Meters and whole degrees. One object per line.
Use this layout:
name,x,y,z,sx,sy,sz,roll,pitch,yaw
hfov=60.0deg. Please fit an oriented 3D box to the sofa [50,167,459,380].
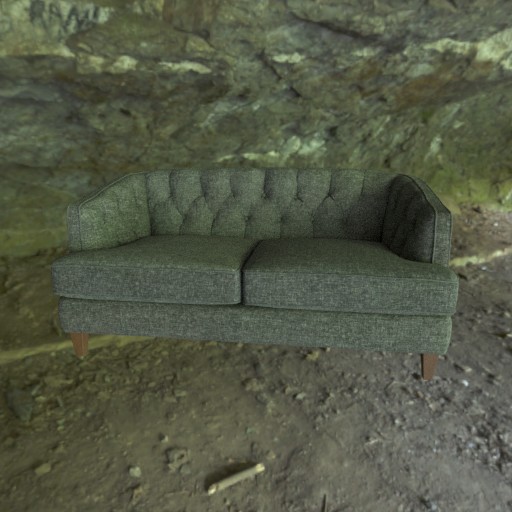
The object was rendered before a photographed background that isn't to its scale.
sofa,0.000,0.000,2.249,1.733,0.855,0.941,2,14,8
